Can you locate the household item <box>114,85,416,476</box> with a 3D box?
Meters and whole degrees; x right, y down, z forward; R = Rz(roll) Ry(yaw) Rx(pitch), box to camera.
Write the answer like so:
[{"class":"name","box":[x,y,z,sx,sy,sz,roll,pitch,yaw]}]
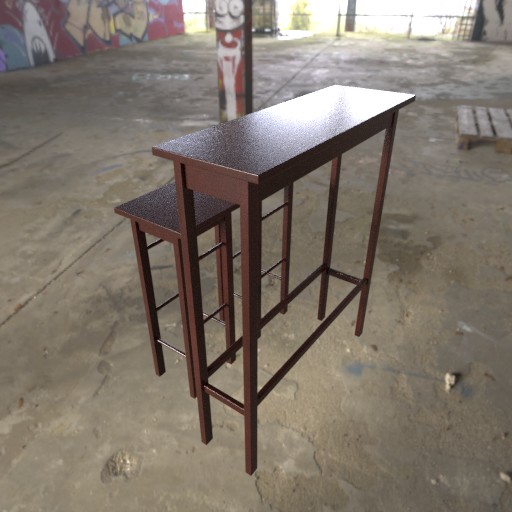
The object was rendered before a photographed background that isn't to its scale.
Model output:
[{"class":"household item","box":[0.000,0.000,1.632,0.676,1.067,0.914,21,37,30]}]
